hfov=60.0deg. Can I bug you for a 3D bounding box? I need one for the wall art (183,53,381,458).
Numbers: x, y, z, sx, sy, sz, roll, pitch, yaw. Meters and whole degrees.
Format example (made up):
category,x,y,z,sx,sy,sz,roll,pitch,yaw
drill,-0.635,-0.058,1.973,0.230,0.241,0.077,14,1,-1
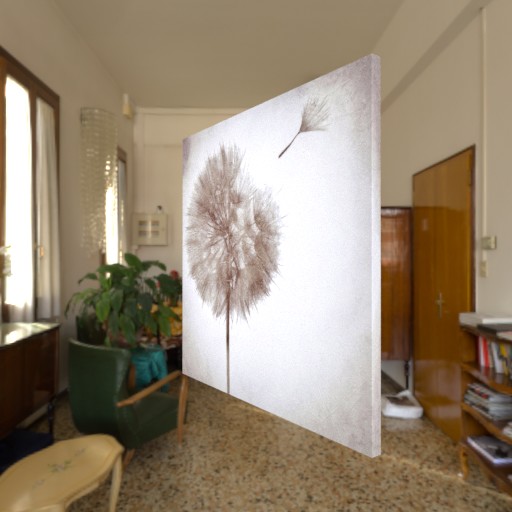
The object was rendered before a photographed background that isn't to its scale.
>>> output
category,x,y,z,sx,sy,sz,roll,pitch,yaw
wall art,0.000,0.000,1.147,0.027,0.762,0.762,0,0,-37
